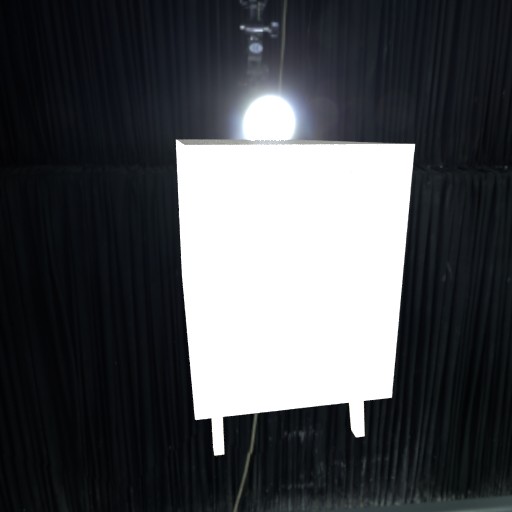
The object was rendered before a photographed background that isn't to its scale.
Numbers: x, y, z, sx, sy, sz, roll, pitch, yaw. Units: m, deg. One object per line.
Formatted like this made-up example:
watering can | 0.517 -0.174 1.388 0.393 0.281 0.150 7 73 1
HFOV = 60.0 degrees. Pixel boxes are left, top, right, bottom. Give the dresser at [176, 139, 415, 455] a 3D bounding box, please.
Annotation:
dresser | 0.000 0.000 1.555 0.500 0.780 1.110 -3 16 -10
